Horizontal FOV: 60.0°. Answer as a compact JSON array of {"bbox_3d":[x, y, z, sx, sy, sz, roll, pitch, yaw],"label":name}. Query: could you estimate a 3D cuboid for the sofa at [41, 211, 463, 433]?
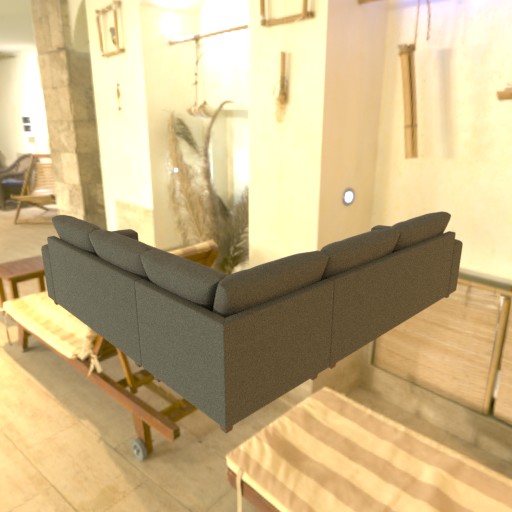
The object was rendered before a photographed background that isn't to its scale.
[{"bbox_3d":[0.000,0.000,4.612,3.277,0.965,2.895,-16,23,-41],"label":"sofa"}]
